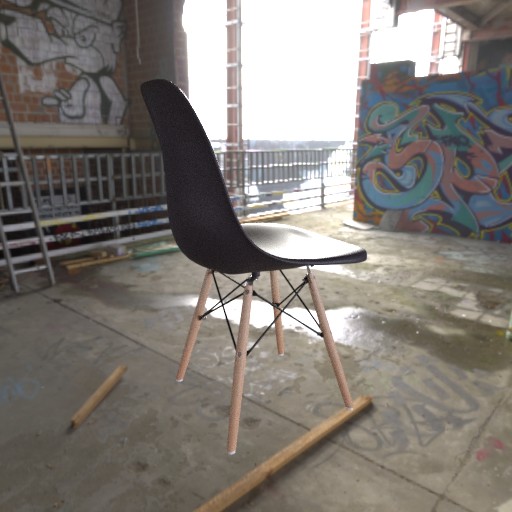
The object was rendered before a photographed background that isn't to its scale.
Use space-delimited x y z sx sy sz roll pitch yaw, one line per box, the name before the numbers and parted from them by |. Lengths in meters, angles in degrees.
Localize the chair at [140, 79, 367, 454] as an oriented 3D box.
chair | 0.000 0.000 1.161 0.533 0.825 0.470 -8 17 -27
